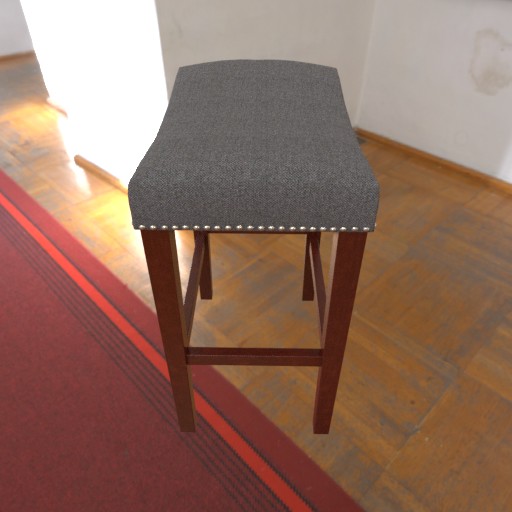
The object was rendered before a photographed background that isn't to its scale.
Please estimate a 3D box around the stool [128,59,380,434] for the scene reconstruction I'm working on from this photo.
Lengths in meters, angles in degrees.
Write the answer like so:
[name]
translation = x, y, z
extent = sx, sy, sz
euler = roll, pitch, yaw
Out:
[stool]
translation = 0.000, 0.000, 1.028
extent = 0.372, 0.742, 0.504
euler = 1, 41, 1
